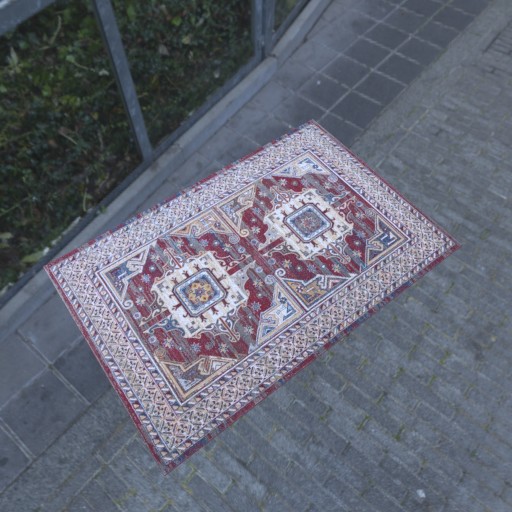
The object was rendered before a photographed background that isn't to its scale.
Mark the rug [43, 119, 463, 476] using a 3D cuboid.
[{"bbox_3d":[0.000,0.000,5.791,4.578,0.033,3.033,-33,64,-18],"label":"rug"}]
